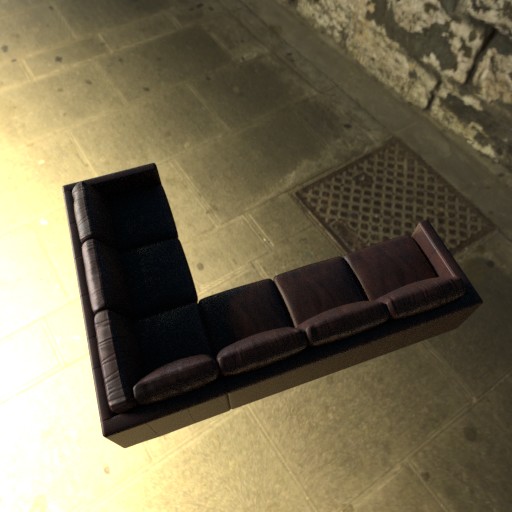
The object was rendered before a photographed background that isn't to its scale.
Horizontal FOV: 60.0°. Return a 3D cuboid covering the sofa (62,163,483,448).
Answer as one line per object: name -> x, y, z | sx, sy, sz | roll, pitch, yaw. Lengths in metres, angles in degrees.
sofa -> 0.000, 0.000, 4.212 | 3.152, 0.836, 2.438 | -17, 60, -10
